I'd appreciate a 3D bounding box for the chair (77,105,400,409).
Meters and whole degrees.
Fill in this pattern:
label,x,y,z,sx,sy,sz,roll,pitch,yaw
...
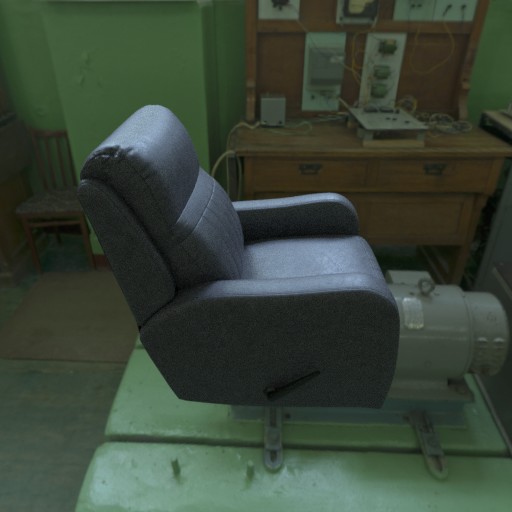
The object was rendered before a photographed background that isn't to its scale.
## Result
label,x,y,z,sx,sy,sz,roll,pitch,yaw
chair,0.000,0.000,1.785,1.067,1.067,0.865,0,31,0
